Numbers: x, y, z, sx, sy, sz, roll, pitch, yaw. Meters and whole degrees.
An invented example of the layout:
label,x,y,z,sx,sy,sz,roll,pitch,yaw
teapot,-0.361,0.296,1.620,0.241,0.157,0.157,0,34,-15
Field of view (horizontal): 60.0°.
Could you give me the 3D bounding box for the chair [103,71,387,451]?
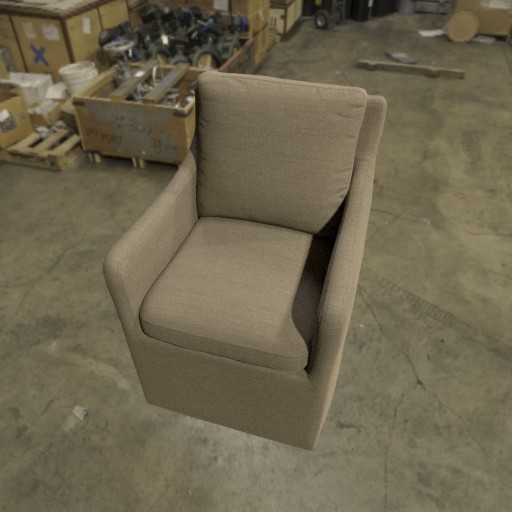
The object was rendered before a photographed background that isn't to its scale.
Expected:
label,x,y,z,sx,sy,sz,roll,pitch,yaw
chair,0.000,0.000,1.355,0.626,0.914,0.694,11,42,13
